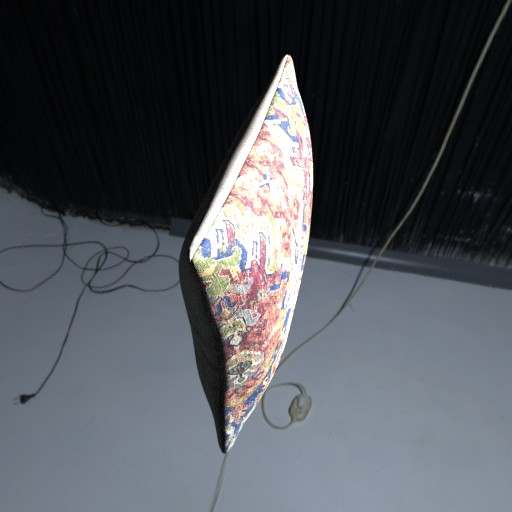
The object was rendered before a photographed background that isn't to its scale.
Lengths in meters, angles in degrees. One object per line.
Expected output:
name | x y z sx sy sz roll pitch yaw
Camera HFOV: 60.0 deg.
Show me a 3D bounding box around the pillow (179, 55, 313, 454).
pillow | 0.000 0.000 0.794 0.166 0.506 0.523 10 47 10
